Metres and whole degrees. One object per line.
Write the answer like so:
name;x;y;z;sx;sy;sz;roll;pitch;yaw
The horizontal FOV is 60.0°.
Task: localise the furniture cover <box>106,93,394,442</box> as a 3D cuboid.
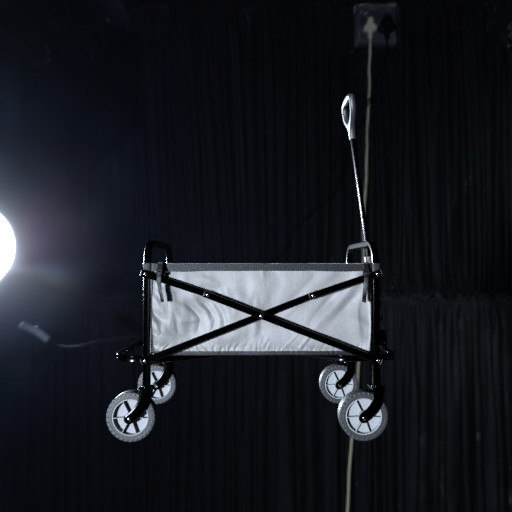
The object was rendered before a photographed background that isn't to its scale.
furniture cover;0.000;0.000;1.780;1.038;1.295;0.532;0;-2;-1
